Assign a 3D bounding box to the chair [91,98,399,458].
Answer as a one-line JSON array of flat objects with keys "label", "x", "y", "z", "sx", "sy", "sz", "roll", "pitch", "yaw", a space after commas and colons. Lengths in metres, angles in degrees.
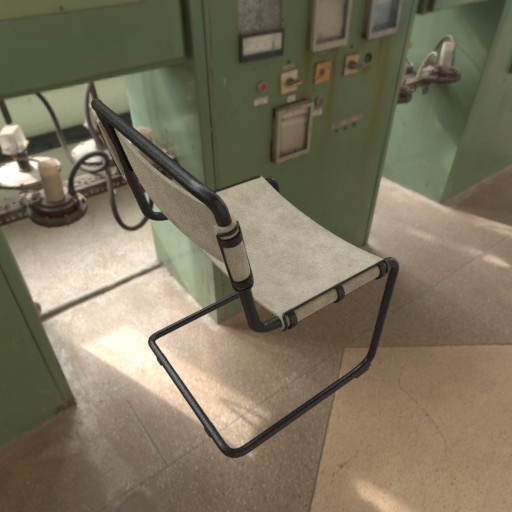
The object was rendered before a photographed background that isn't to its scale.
[{"label": "chair", "x": 0.000, "y": 0.000, "z": 1.068, "sx": 0.497, "sy": 0.747, "sz": 0.499, "roll": -25, "pitch": 46, "yaw": -27}]
